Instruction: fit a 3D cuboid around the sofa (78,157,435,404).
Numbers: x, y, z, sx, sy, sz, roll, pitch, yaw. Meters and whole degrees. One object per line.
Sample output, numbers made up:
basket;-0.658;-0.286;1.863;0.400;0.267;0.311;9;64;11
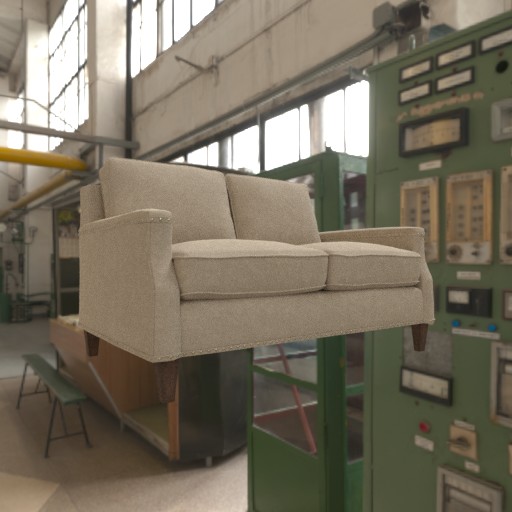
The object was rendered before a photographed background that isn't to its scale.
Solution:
sofa;0.000;0.000;2.312;1.597;1.002;1.084;0;-1;-36
